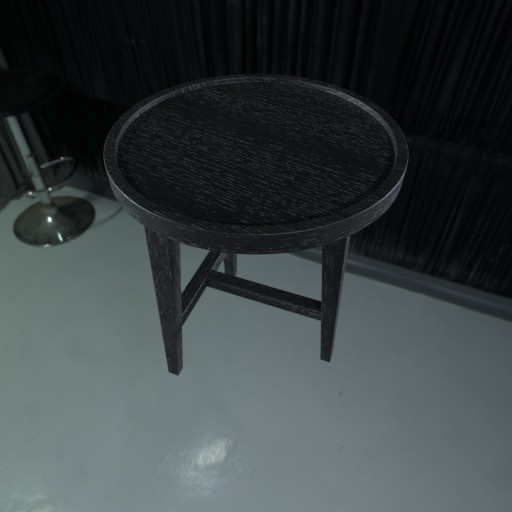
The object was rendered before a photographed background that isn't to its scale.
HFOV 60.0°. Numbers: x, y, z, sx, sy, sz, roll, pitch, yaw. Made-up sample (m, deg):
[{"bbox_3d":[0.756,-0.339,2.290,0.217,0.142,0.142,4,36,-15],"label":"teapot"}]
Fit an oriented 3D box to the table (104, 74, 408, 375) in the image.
[{"bbox_3d":[0.000,0.000,0.759,0.399,0.460,0.399,0,45,0],"label":"table"}]
